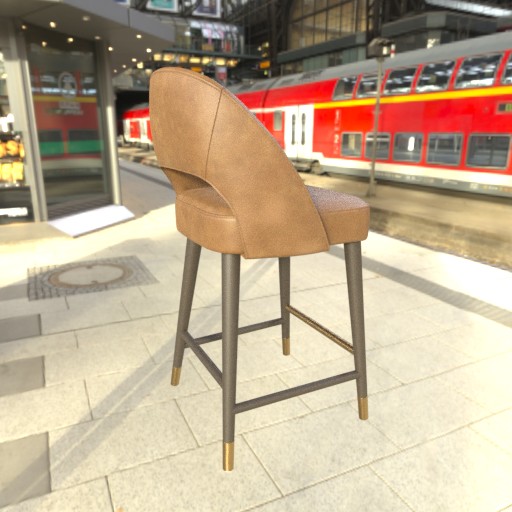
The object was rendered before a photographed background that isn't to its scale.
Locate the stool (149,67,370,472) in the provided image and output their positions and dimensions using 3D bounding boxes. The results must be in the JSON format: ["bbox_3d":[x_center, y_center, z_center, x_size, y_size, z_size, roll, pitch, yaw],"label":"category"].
[{"bbox_3d":[0.000,0.000,1.234,0.509,0.940,0.494,-8,18,-27],"label":"stool"}]
